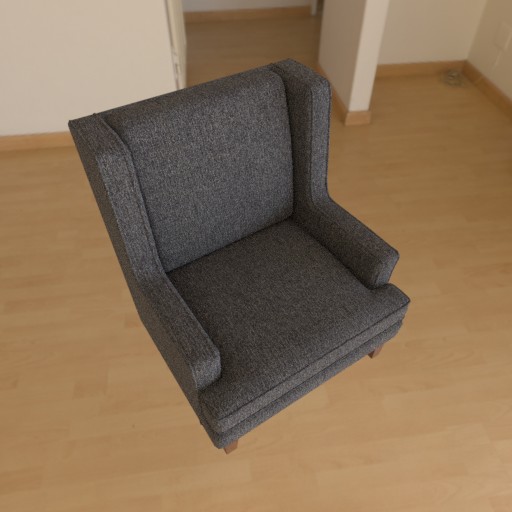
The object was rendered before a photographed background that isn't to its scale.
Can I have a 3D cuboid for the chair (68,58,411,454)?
[{"bbox_3d":[0.000,0.000,1.786,0.942,1.082,0.927,-26,51,-22],"label":"chair"}]
